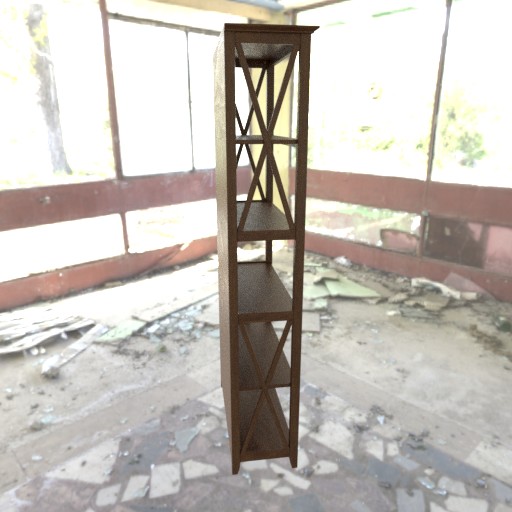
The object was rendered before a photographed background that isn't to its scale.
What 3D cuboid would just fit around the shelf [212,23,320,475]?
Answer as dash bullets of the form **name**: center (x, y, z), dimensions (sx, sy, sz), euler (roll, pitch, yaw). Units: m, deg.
- **shelf**: center (0.000, 0.000, 2.181), dimensions (0.335, 1.905, 0.805), euler (-2, 17, -8)
